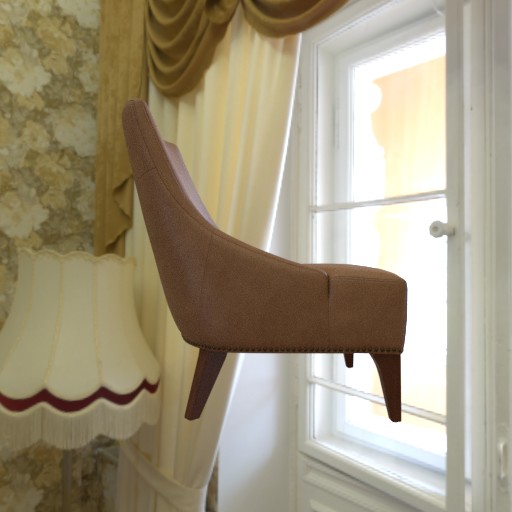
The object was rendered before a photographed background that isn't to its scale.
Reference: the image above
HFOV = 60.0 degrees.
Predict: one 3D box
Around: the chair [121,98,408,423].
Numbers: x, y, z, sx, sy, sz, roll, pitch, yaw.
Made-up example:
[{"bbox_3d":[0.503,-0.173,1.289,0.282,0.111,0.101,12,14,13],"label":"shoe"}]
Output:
[{"bbox_3d":[0.000,0.000,1.522,0.861,0.909,0.701,0,-1,1],"label":"chair"}]
